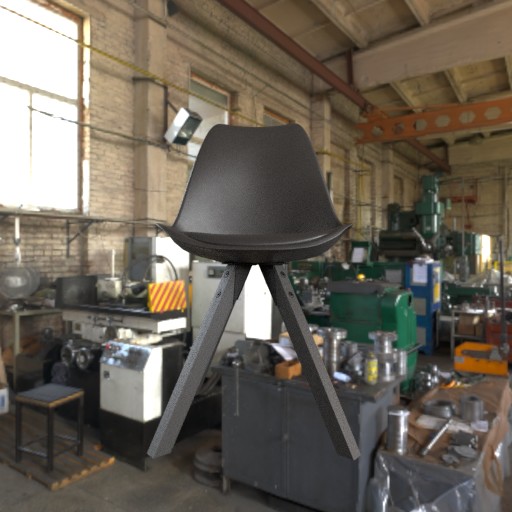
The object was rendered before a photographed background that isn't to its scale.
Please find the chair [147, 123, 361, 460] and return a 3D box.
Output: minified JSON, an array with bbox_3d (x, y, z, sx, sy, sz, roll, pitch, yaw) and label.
[{"bbox_3d":[0.000,0.000,1.169,0.485,0.850,0.550,0,0,1],"label":"chair"}]
